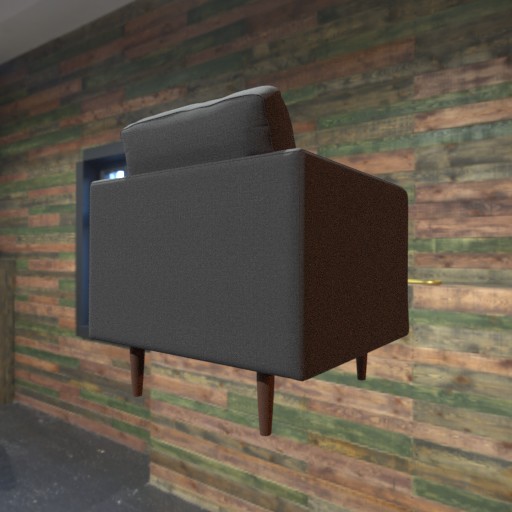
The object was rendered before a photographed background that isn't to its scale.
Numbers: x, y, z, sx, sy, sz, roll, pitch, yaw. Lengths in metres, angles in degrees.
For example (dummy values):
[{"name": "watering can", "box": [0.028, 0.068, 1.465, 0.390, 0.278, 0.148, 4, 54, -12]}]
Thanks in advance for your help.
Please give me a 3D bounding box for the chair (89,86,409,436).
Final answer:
[{"name": "chair", "box": [0.000, 0.000, 1.565, 0.854, 0.927, 0.800, 0, 1, 37]}]
